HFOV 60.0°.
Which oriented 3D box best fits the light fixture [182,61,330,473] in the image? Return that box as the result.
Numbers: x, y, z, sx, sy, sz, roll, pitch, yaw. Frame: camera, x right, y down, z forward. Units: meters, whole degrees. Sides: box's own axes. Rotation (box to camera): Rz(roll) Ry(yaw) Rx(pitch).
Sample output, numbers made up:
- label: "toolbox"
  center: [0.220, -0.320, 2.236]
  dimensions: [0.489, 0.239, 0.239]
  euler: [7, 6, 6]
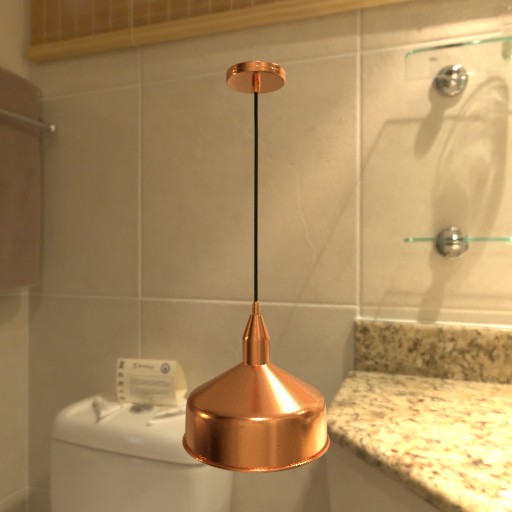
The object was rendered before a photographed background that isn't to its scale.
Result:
- label: "light fixture"
  center: [0.000, 0.000, 0.917]
  dimensions: [0.301, 0.754, 0.301]
  euler: [0, 0, -18]
